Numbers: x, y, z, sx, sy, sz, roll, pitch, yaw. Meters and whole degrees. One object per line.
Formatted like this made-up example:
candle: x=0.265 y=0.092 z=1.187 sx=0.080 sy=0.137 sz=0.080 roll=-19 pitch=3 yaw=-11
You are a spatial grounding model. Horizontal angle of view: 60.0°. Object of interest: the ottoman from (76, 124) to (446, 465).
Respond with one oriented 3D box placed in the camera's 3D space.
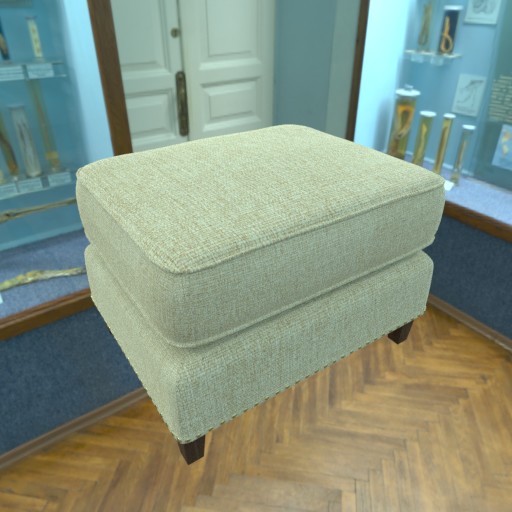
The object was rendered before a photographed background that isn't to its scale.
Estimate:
ottoman: x=0.000 y=0.000 z=1.135 sx=0.738 sy=0.537 sz=0.589 roll=-20 pitch=37 yaw=-29
